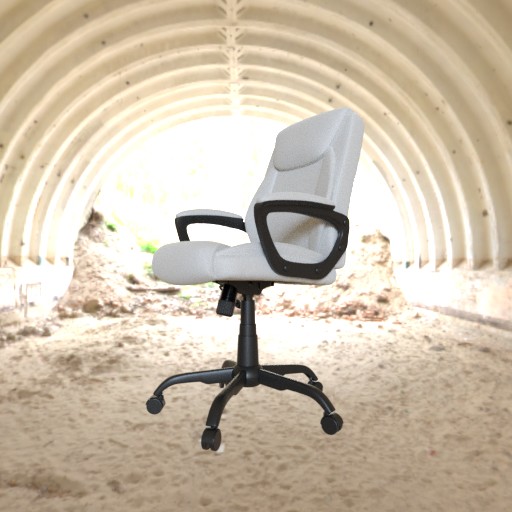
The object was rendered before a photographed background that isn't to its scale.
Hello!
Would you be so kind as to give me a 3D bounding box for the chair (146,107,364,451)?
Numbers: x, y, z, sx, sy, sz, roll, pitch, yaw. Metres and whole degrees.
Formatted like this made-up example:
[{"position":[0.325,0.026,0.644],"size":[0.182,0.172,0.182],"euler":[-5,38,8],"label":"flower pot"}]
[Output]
[{"position":[0.000,0.000,1.535],"size":[0.669,1.065,0.663],"euler":[1,-1,-37],"label":"chair"}]
